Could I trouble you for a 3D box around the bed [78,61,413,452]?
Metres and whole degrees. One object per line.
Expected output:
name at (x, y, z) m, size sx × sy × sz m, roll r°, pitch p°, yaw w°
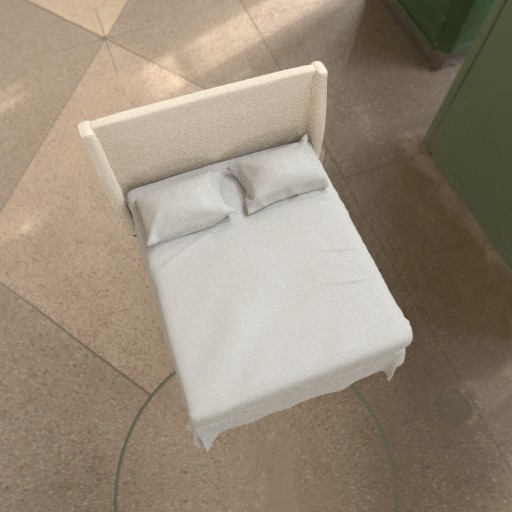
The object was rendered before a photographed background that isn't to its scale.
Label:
bed at (0.000, 0.000, 3.403) m, size 1.925 × 1.332 × 2.276 m, roll -18°, pitch 65°, yaw -9°
